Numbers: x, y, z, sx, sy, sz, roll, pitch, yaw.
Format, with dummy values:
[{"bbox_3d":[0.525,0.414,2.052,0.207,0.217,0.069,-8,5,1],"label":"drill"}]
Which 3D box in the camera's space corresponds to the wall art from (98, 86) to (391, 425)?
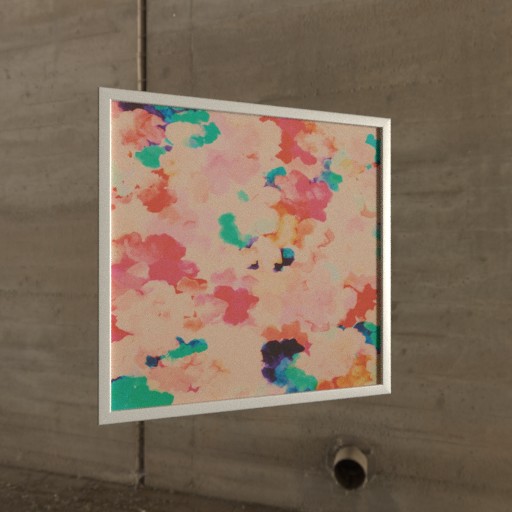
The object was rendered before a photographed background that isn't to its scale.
[{"bbox_3d":[0.000,0.000,0.755,0.506,0.505,0.038,0,0,-18],"label":"wall art"}]
